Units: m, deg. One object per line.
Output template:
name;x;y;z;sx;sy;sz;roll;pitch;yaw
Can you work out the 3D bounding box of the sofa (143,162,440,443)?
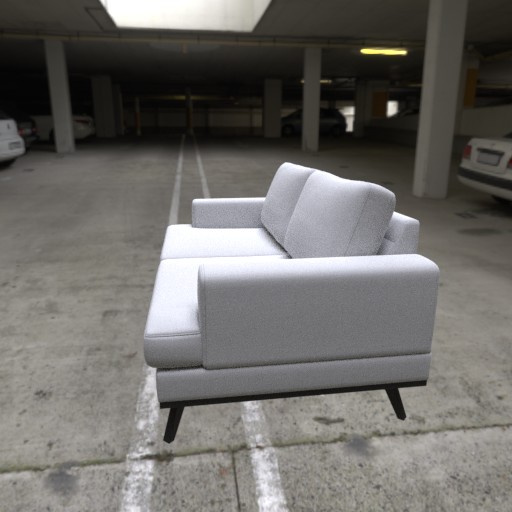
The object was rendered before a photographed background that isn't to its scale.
sofa;0.000;0.000;2.120;0.920;0.810;1.650;-2;15;-8
